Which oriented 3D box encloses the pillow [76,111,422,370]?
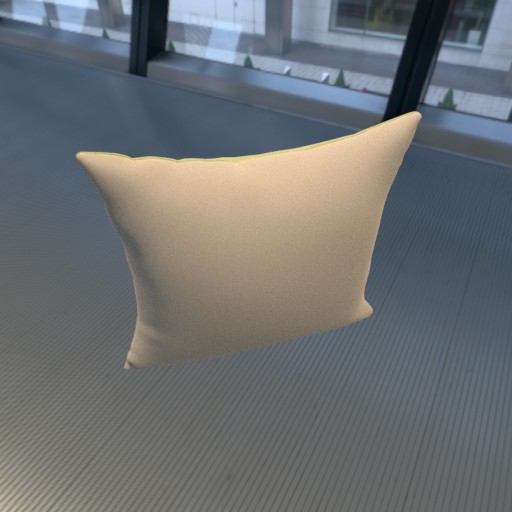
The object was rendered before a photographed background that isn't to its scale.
[{"bbox_3d":[0.000,0.000,0.812,0.560,0.487,0.229,-11,42,-12],"label":"pillow"}]
